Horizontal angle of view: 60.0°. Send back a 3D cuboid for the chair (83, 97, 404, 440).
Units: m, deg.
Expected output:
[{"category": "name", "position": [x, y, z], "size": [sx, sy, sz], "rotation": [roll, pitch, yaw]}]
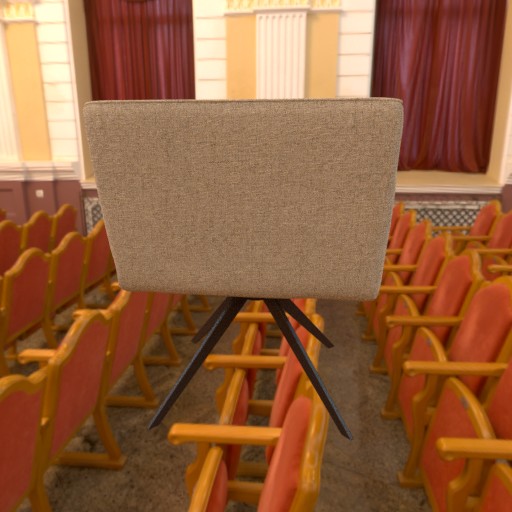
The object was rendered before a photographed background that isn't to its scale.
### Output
[{"category": "chair", "position": [0.000, 0.000, 1.212], "size": [0.628, 0.760, 0.623], "rotation": [2, 15, 7]}]
